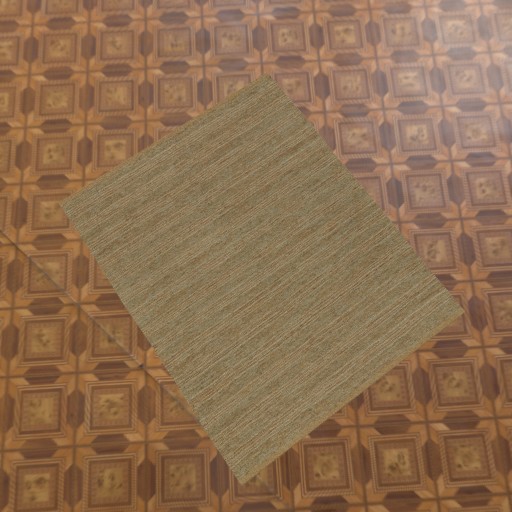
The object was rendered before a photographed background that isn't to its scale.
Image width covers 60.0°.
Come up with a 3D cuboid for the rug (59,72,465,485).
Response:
[{"bbox_3d":[0.000,0.000,4.106,2.471,0.012,3.034,-35,79,-8],"label":"rug"}]
